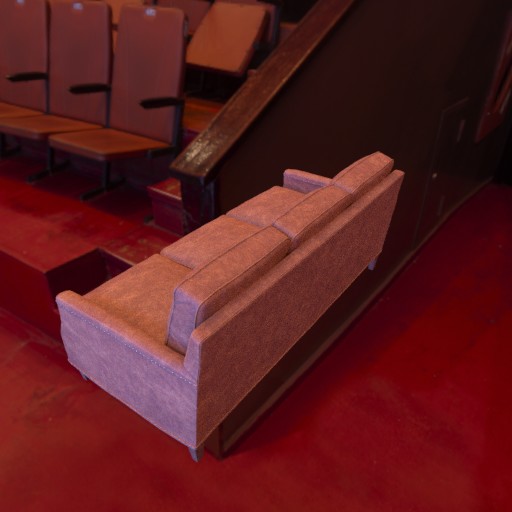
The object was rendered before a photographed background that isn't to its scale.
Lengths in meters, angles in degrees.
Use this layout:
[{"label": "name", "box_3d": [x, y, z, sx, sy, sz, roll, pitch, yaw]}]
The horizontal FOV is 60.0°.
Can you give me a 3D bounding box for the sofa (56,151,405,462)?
[{"label": "sofa", "box_3d": [0.000, 0.000, 2.868, 1.084, 1.003, 2.246, 21, 38, 30]}]
